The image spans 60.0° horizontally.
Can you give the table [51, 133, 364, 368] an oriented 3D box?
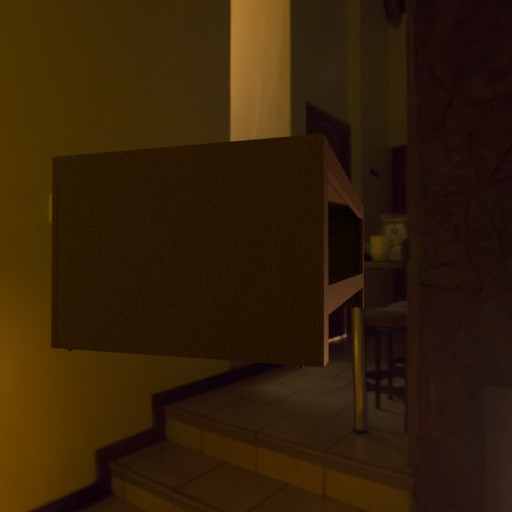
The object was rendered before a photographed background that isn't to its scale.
[{"bbox_3d":[0.000,0.000,1.408,0.597,0.424,1.099,0,-1,17],"label":"table"}]
